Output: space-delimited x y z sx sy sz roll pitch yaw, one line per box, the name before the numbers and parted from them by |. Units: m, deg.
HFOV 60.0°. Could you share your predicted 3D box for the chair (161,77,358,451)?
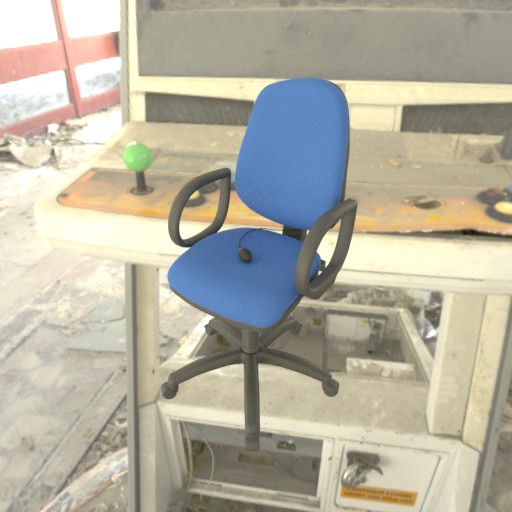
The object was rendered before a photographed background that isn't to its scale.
chair | 0.000 0.000 1.267 0.552 0.905 0.549 20 36 30
